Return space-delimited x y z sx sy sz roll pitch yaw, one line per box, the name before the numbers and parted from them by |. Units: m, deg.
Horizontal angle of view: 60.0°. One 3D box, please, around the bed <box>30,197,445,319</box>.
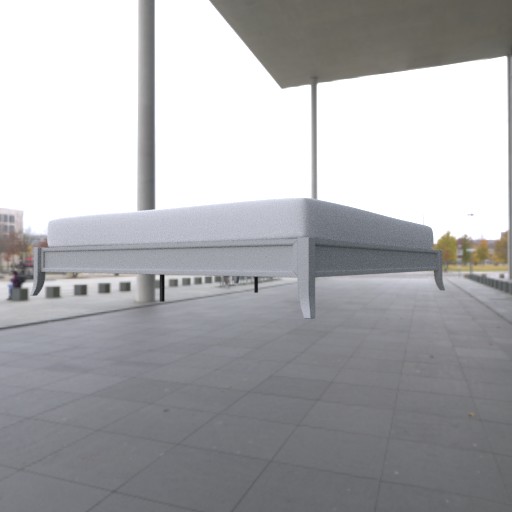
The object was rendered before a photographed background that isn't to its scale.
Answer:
bed | 0.000 0.000 3.078 2.007 0.510 2.108 -1 -1 36
